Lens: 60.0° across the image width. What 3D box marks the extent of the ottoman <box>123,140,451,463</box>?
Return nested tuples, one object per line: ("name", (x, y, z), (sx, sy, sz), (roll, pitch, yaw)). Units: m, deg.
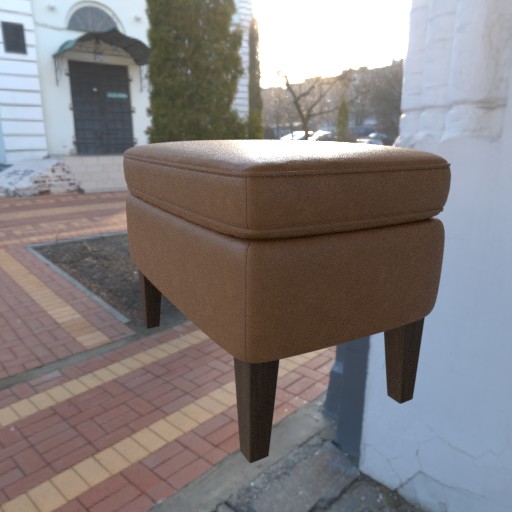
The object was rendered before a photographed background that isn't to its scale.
("ottoman", (0.000, 0.000, 0.950), (0.420, 0.480, 0.670), (-8, 17, -28))
